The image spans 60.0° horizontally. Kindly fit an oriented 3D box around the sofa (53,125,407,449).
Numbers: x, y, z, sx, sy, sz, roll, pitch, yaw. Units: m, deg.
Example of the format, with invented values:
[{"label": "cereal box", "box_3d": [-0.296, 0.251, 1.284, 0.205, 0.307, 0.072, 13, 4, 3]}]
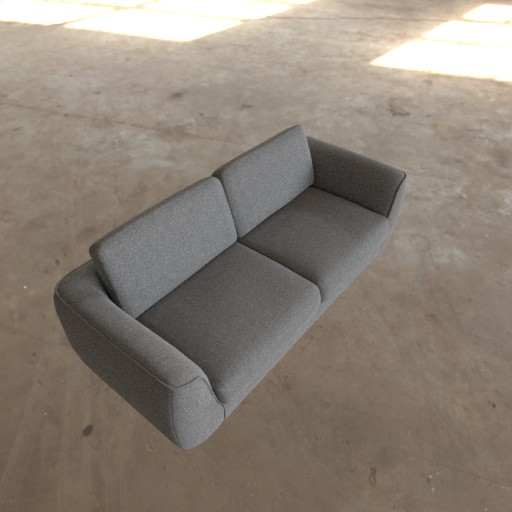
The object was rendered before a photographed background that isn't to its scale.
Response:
[{"label": "sofa", "box_3d": [0.000, 0.000, 2.472, 0.920, 0.870, 2.000, 28, 49, 28]}]
